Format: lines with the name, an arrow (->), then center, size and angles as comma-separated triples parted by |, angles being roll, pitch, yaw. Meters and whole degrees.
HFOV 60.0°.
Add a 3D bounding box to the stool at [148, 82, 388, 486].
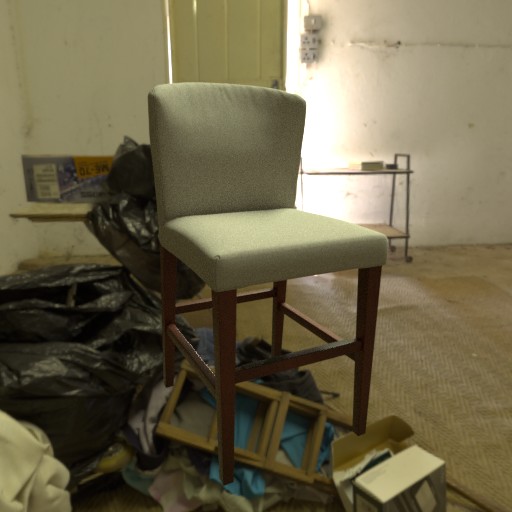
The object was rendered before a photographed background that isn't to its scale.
stool -> 0.000, 0.000, 1.253 | 0.479, 0.968, 0.568 | -7, 17, -26
